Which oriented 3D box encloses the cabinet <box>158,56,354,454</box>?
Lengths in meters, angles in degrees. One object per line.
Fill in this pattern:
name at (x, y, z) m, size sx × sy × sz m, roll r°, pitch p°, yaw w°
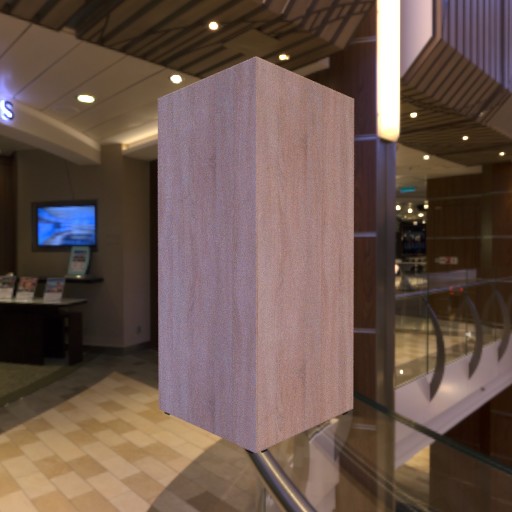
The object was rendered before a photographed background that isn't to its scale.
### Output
cabinet at (0.000, 0.000, 2.897) m, size 1.327 × 2.120 × 1.094 m, roll 0°, pitch 1°, yaw 0°
